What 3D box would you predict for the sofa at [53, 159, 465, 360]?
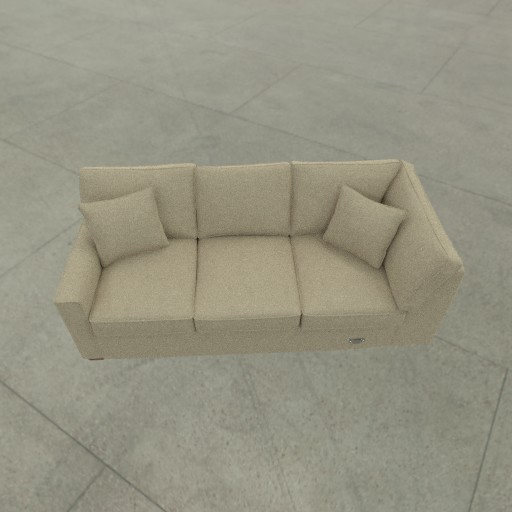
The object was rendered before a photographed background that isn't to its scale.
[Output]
[{"bbox_3d":[0.000,0.000,2.947,2.317,0.962,1.061,-2,45,-2],"label":"sofa"}]
